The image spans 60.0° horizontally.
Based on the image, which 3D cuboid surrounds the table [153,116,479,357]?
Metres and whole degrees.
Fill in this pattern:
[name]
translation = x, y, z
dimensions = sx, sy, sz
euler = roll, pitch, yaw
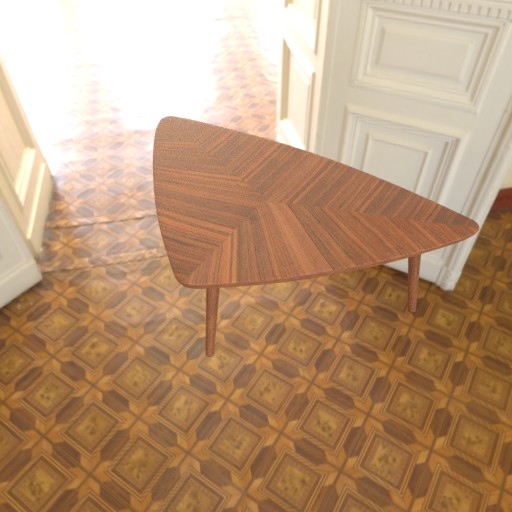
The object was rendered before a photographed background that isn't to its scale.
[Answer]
[table]
translation = 0.000, 0.000, 1.268
dimensions = 1.008, 0.365, 0.601
euler = 25, 51, 22
